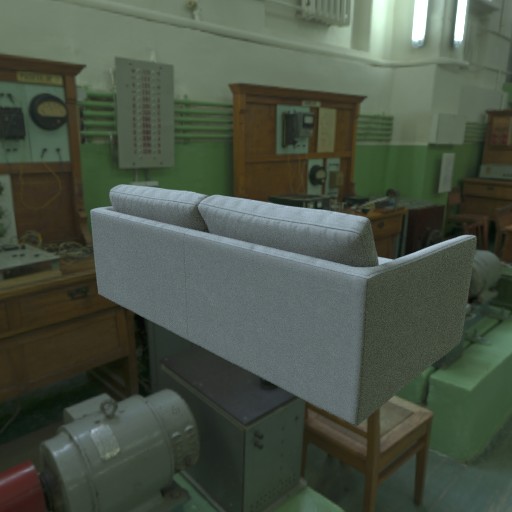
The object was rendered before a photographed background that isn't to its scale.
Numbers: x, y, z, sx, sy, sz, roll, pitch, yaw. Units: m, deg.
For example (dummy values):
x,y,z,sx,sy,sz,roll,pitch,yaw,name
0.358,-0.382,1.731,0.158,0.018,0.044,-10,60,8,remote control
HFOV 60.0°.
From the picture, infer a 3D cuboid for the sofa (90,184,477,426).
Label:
x,y,z,sx,sy,sz,roll,pitch,yaw,name
0.000,0.000,2.785,2.588,0.838,1.090,14,21,43,sofa
